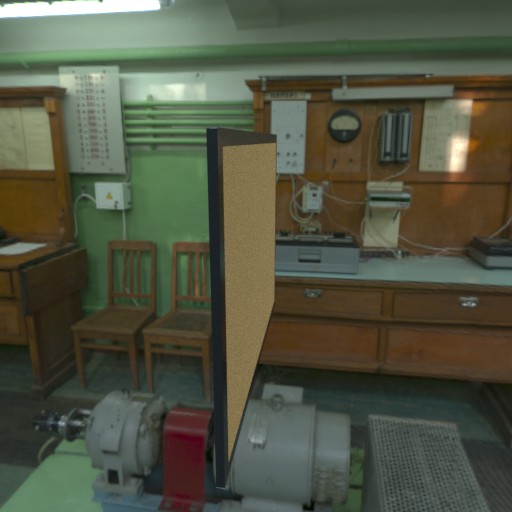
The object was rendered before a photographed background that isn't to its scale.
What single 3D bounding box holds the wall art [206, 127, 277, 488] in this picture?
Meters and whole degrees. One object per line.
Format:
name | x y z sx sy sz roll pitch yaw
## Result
wall art | 0.000 0.000 1.027 0.015 0.552 0.819 2 15 8
